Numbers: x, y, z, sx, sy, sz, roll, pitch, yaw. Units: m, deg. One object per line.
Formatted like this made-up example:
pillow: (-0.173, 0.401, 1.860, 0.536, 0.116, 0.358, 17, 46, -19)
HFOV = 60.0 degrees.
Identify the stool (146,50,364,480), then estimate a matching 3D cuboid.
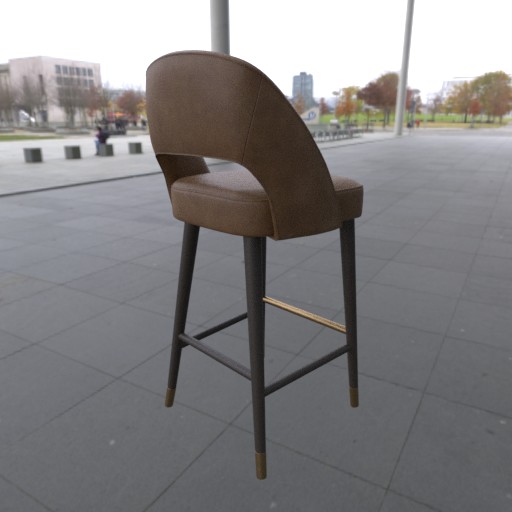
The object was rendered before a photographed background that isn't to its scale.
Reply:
stool: (0.000, 0.000, 1.279, 0.509, 1.037, 0.494, -16, 24, -42)
